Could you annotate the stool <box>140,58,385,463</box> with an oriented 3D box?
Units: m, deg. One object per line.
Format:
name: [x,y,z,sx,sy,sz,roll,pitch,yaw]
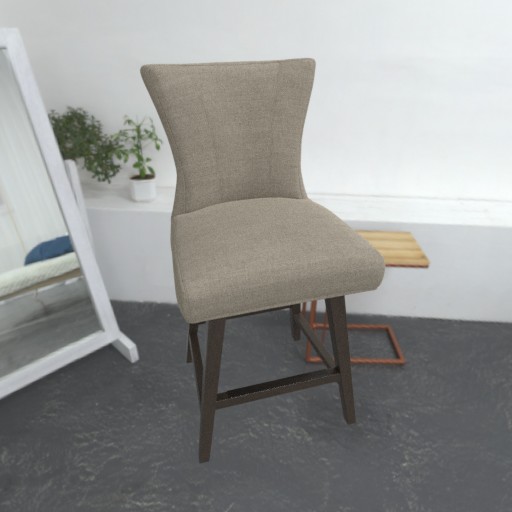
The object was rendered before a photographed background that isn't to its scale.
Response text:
stool: [0.000,0.000,1.297,0.514,1.000,0.574,-9,32,-14]
